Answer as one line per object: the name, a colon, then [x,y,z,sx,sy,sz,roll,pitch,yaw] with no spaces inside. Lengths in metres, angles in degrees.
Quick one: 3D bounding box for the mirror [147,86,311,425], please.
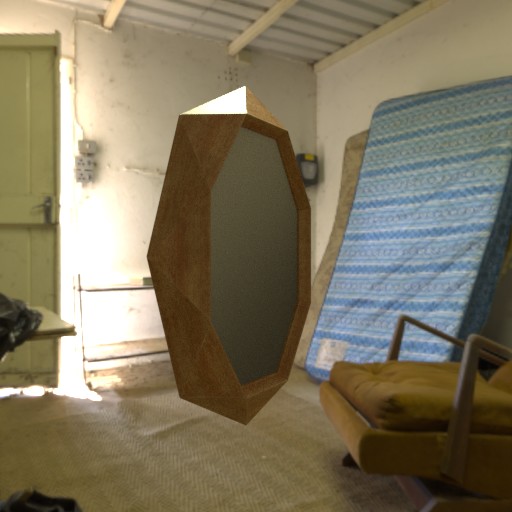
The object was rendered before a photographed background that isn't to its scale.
mirror: [0.000,0.000,0.995,0.070,0.774,0.577,0,0,36]
